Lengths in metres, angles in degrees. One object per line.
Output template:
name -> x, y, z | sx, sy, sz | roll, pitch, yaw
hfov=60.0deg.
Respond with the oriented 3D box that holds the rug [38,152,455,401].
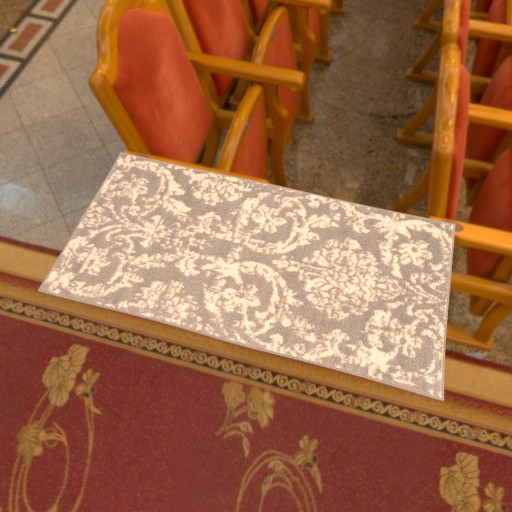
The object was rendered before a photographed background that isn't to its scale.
rug -> 0.000, 0.000, 1.421 | 1.219, 0.007, 0.604 | 14, 60, 8
